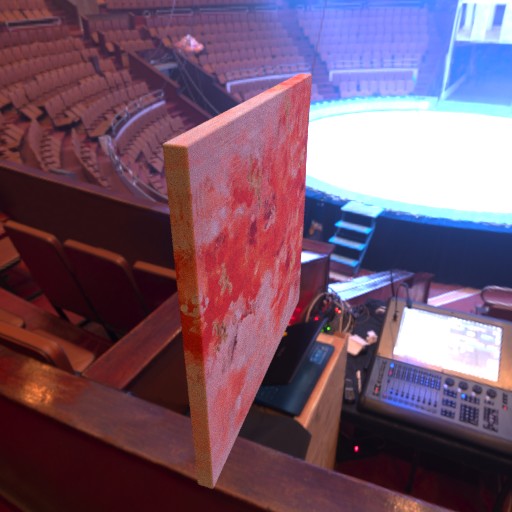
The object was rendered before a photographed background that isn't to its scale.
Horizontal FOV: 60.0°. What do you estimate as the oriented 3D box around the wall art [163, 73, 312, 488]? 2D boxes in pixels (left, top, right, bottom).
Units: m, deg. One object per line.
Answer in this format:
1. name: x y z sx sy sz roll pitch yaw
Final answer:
1. wall art: 0.000 0.000 1.086 0.064 0.746 0.747 10 31 17
